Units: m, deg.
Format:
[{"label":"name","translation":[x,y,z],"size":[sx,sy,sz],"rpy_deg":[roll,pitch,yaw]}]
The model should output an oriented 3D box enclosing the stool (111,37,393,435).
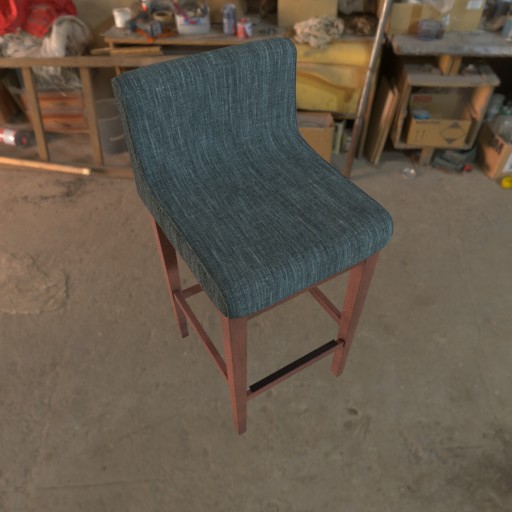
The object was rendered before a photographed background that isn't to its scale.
[{"label":"stool","translation":[0.000,0.000,1.073],"size":[0.395,0.835,0.459],"rpy_deg":[-24,50,-21]}]
